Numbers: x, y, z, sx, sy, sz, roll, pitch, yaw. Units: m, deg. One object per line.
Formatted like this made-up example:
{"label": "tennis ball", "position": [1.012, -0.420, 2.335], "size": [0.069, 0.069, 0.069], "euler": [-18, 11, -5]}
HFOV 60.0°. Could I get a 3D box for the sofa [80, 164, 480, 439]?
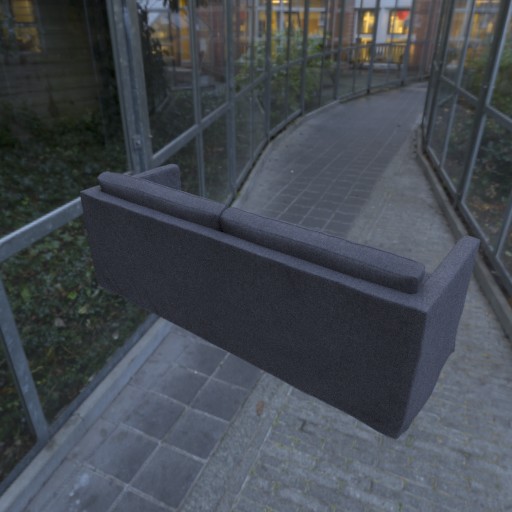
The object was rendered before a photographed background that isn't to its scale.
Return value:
{"label": "sofa", "position": [0.000, 0.000, 3.265], "size": [2.779, 0.998, 1.036], "euler": [19, 33, 32]}
